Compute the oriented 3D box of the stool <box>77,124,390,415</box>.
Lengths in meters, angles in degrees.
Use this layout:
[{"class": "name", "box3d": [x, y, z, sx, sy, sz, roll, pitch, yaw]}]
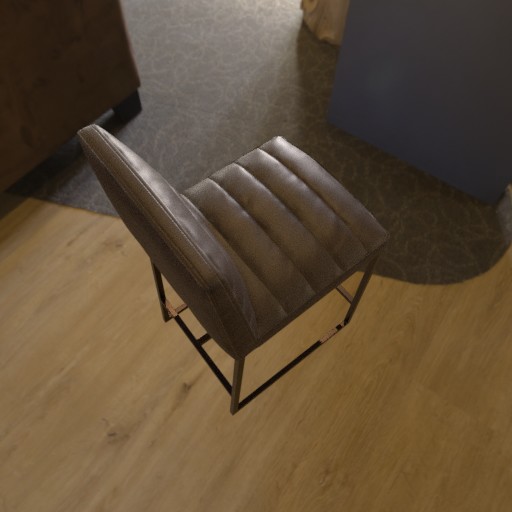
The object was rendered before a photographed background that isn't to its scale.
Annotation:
[{"class": "stool", "box3d": [0.000, 0.000, 1.243, 0.562, 0.946, 0.463, -34, 65, -18]}]
